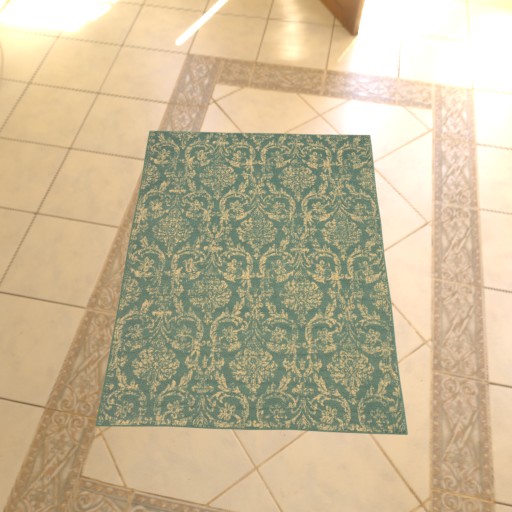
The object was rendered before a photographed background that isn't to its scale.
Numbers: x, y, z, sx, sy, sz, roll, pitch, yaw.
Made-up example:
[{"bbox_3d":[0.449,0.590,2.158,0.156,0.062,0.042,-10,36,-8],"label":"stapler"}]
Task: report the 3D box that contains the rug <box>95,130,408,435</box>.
[{"bbox_3d":[0.000,0.000,4.042,2.363,0.012,2.980,1,62,1],"label":"rug"}]
